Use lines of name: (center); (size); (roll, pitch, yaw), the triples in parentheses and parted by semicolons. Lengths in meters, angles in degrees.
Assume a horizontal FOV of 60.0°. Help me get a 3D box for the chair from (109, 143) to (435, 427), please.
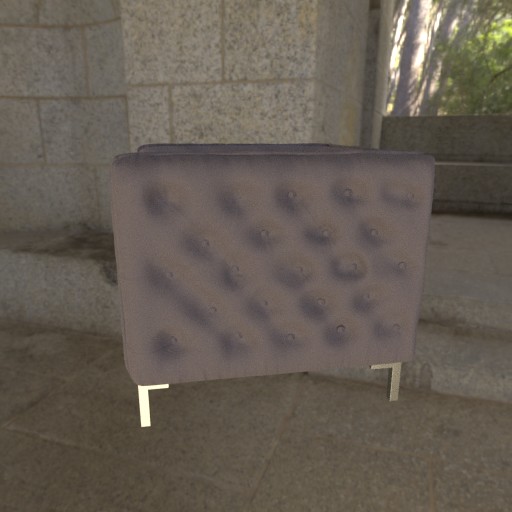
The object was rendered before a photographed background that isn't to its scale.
chair: (0.000, 0.000, 1.670); (0.913, 0.807, 0.946); (-3, 16, -9)
